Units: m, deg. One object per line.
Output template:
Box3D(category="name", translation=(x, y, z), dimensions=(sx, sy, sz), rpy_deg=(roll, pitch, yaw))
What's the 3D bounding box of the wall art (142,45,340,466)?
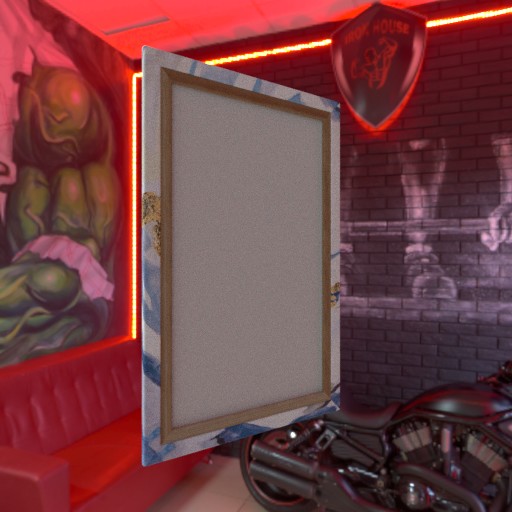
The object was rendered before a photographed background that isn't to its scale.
Box3D(category="wall art", translation=(0.000, 0.000, 1.143), dimensions=(0.610, 0.914, 0.016), rpy_deg=(0, 0, -36))
